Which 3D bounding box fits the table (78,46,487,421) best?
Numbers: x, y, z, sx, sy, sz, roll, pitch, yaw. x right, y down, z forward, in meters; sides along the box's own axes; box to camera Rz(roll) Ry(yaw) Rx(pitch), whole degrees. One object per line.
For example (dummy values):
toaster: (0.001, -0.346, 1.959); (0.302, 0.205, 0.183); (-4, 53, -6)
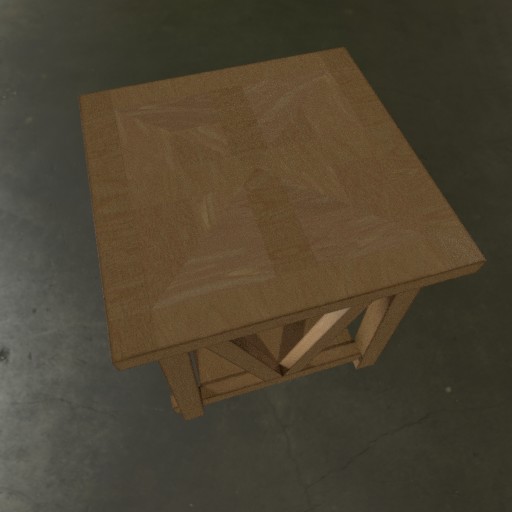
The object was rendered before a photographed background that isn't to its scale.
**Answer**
table: (0.000, 0.000, 1.108); (0.612, 0.638, 0.610); (-14, 59, -9)
